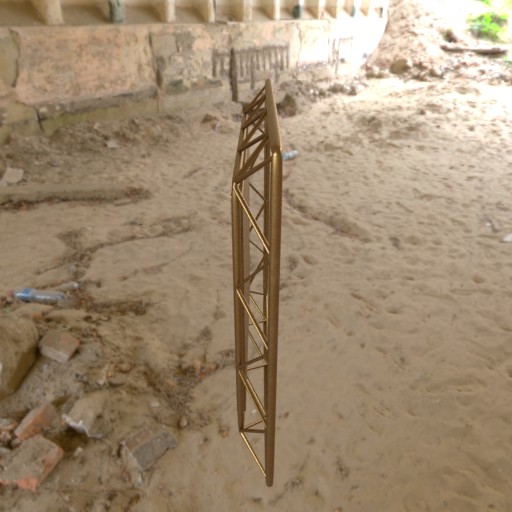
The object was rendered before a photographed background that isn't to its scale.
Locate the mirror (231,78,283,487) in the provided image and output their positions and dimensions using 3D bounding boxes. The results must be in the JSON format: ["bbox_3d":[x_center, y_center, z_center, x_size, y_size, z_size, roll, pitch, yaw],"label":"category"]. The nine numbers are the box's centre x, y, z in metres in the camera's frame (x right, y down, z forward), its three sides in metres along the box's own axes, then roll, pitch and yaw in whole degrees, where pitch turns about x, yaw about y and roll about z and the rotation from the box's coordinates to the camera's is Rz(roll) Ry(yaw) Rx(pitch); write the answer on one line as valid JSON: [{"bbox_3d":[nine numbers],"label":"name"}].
[{"bbox_3d":[0.000,0.000,0.615,0.046,0.414,0.416,0,29,0],"label":"mirror"}]
